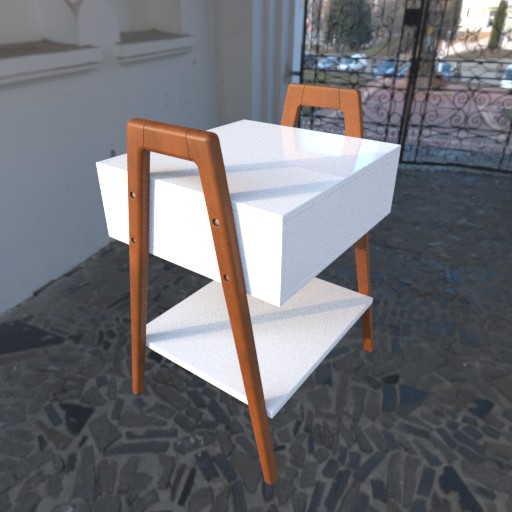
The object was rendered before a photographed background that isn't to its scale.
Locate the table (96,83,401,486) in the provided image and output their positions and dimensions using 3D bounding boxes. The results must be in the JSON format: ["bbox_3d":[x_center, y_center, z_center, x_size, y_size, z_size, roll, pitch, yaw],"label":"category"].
[{"bbox_3d":[0.000,0.000,0.910,0.405,0.610,0.457,20,35,31],"label":"table"}]
